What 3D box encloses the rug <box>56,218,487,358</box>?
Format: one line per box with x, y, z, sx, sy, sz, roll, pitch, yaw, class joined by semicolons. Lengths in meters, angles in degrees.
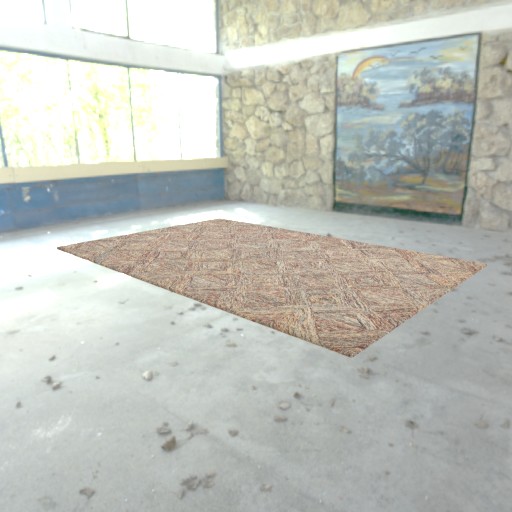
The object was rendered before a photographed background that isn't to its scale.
0.000;0.000;2.806;2.285;0.019;1.523;13;20;41;rug
